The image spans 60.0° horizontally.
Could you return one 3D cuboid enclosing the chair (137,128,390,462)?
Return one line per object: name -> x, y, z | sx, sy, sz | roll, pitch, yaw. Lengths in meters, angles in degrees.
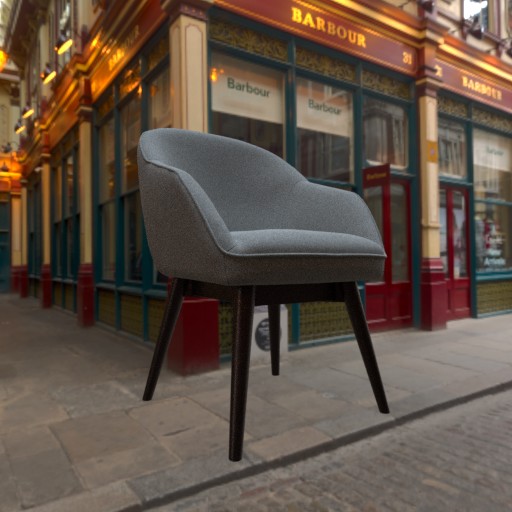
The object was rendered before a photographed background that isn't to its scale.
chair -> 0.000, 0.000, 1.220 | 0.589, 0.810, 0.611 | 0, -1, -36
